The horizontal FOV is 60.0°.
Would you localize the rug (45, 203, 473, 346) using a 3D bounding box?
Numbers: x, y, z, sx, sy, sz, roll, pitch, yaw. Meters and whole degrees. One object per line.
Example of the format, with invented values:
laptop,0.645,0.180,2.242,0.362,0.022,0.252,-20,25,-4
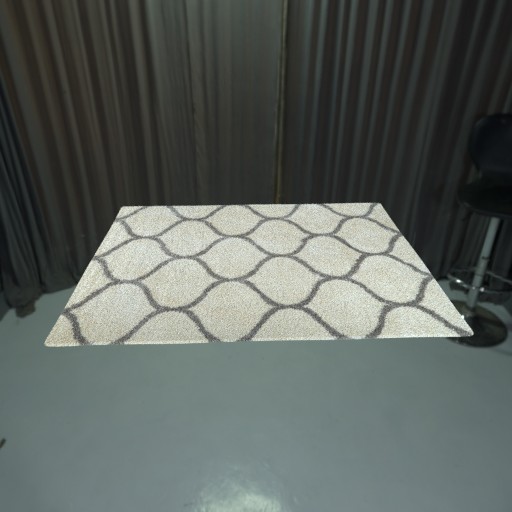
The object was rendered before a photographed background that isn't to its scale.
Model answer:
rug,0.000,0.000,4.112,3.000,0.026,2.399,-1,29,-2
